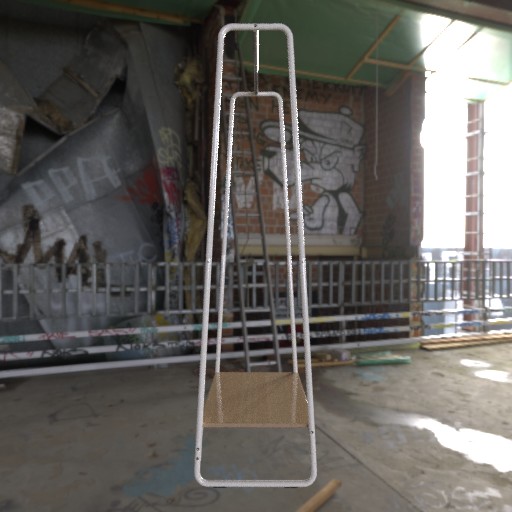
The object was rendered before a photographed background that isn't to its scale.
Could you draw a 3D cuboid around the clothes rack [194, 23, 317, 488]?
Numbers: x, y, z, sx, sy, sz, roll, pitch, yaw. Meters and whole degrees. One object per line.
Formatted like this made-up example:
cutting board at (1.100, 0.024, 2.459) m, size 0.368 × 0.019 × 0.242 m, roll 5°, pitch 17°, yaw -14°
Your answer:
clothes rack at (0.000, 0.000, 1.745) m, size 0.400 × 1.500 × 0.640 m, roll 0°, pitch 1°, yaw 0°
